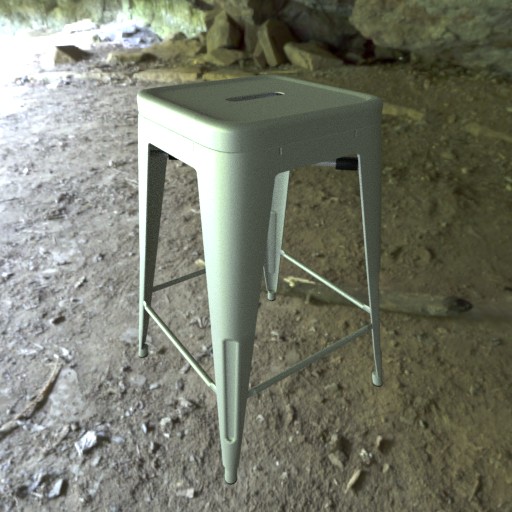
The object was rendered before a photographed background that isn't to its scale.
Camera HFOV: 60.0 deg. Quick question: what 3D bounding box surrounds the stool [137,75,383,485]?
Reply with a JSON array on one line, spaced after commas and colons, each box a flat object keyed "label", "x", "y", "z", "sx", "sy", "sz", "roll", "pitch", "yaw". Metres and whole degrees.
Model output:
[{"label": "stool", "x": 0.000, "y": 0.000, "z": 0.868, "sx": 0.410, "sy": 0.608, "sz": 0.410, "roll": -20, "pitch": 36, "yaw": -30}]
